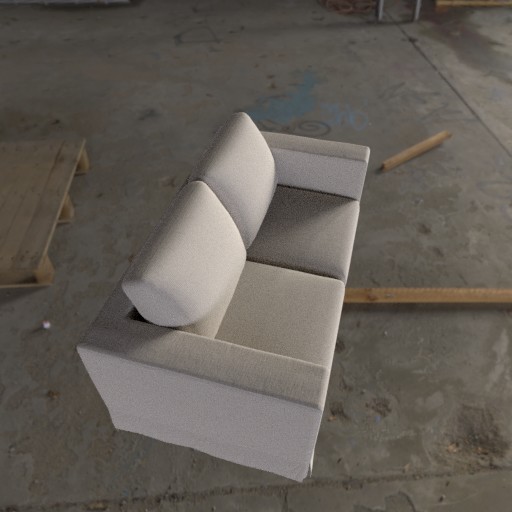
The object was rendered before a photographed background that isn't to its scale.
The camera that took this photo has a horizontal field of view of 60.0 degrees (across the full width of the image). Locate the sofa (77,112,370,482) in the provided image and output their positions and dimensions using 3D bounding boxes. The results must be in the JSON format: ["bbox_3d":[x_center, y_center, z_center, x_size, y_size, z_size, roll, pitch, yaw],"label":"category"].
[{"bbox_3d":[0.000,0.000,2.400,1.009,0.932,1.813,11,47,11],"label":"sofa"}]
